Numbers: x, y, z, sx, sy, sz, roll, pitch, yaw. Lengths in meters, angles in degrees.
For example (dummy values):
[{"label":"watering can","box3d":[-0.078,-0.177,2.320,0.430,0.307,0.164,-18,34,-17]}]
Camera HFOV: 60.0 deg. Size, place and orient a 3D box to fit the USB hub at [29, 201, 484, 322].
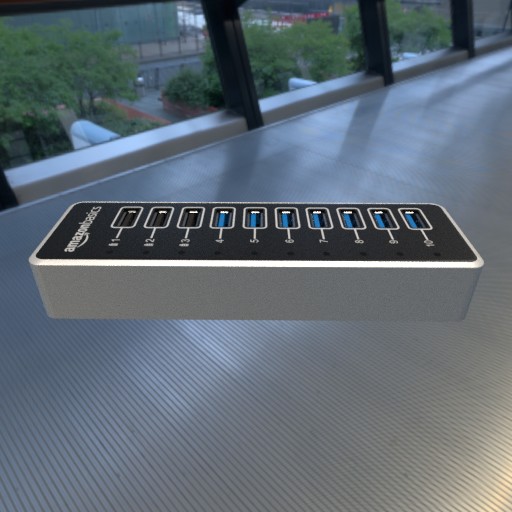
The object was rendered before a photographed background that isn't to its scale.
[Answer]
[{"label":"USB hub","box3d":[0.000,0.000,0.162,0.145,0.023,0.044,0,33,1]}]
